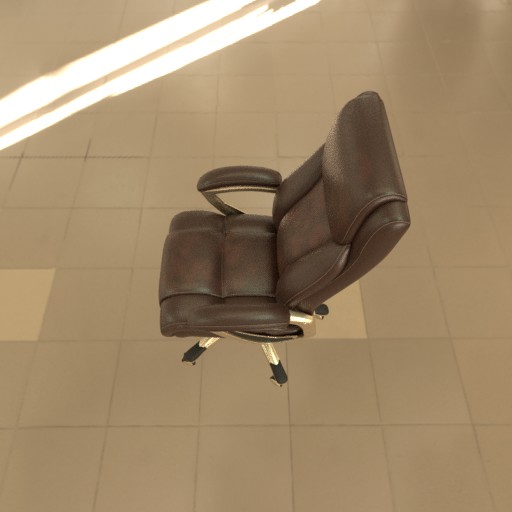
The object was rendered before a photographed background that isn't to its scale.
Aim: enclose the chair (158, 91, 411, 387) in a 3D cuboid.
[{"bbox_3d":[0.000,0.000,1.663,0.749,1.194,0.692,-1,58,0],"label":"chair"}]
